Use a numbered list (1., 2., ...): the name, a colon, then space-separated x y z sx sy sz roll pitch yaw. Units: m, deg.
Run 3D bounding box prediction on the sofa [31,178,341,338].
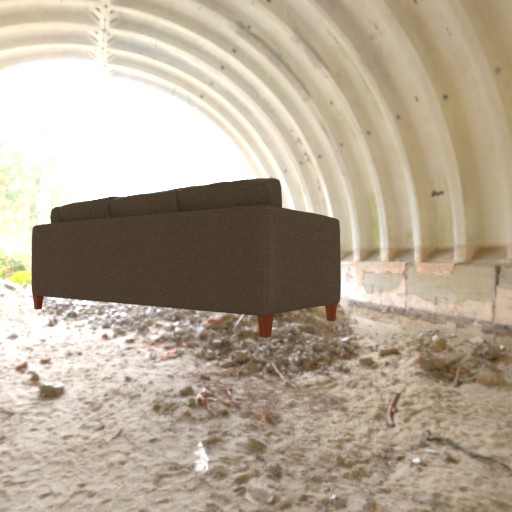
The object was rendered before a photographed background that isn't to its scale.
1. sofa: 0.000 0.000 4.489 2.593 0.947 3.302 0 -1 36
